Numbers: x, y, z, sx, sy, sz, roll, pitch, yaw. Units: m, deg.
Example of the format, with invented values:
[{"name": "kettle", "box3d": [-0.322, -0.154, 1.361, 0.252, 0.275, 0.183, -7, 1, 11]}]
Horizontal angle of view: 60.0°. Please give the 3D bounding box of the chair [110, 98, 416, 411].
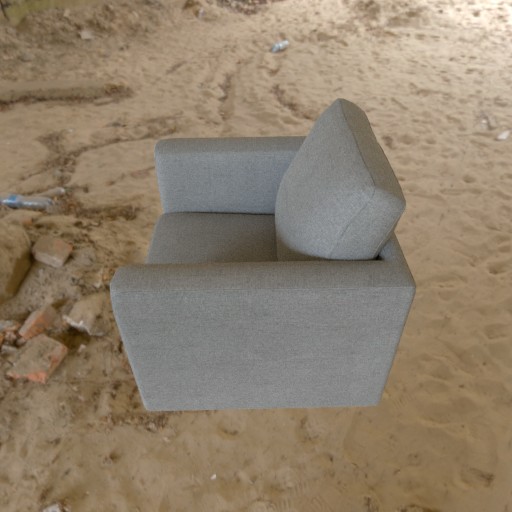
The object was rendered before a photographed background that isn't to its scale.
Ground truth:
[{"name": "chair", "box3d": [0.000, 0.000, 1.555, 0.800, 0.927, 0.855, -1, 41, -1]}]
